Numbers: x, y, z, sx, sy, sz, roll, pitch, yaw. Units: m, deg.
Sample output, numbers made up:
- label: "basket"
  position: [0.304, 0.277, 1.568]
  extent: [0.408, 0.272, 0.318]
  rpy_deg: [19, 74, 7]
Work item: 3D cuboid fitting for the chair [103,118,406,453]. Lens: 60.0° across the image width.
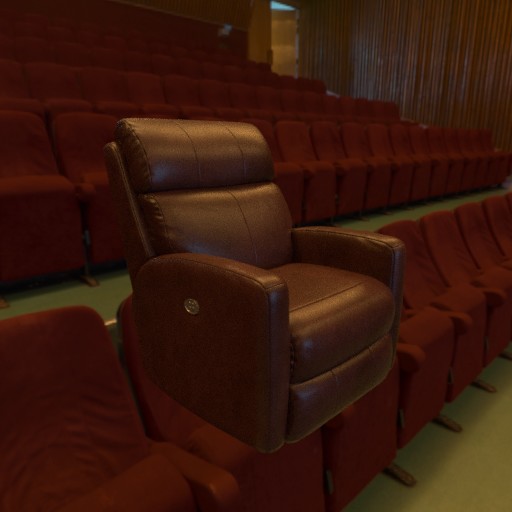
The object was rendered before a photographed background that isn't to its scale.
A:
- label: "chair"
  position: [0.000, 0.000, 1.691]
  extent: [0.939, 1.016, 0.787]
  rpy_deg: [14, 20, 43]
